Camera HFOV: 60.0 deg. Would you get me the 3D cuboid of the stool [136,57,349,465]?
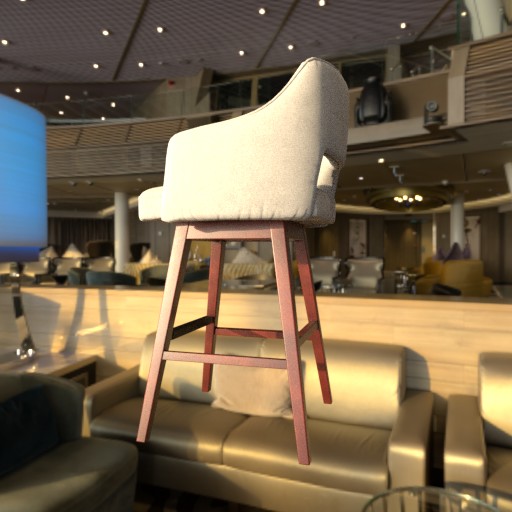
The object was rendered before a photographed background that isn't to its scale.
[{"bbox_3d":[0.000,0.000,1.354,0.558,1.012,0.548,0,1,16],"label":"stool"}]
